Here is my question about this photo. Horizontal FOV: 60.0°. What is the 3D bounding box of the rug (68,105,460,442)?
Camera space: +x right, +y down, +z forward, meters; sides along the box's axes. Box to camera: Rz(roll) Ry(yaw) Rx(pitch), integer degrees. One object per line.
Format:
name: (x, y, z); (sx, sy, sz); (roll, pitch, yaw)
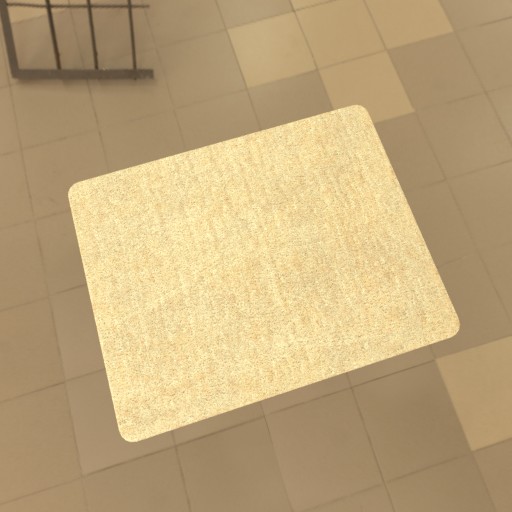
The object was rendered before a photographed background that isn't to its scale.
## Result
rug: (0.000, 0.000, 3.364); (2.528, 0.048, 2.009); (-17, 75, -5)
